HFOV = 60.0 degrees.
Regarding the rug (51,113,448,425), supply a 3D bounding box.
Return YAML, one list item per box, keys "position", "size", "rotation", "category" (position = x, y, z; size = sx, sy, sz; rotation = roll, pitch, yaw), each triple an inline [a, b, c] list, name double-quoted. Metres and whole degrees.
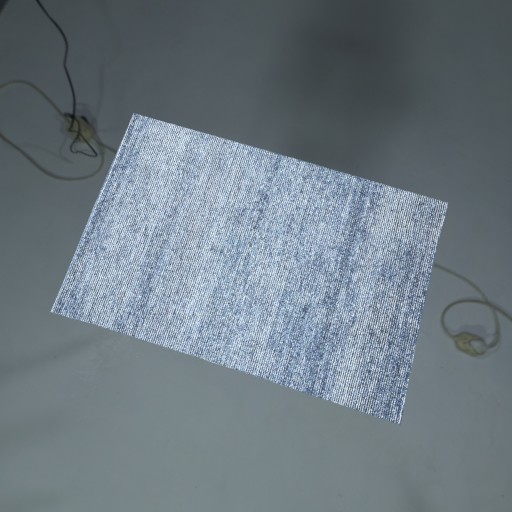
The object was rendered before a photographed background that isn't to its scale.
- position: [0.000, 0.000, 2.277]
  size: [1.793, 0.025, 1.159]
  rotation: [17, 77, 4]
  category: "rug"
